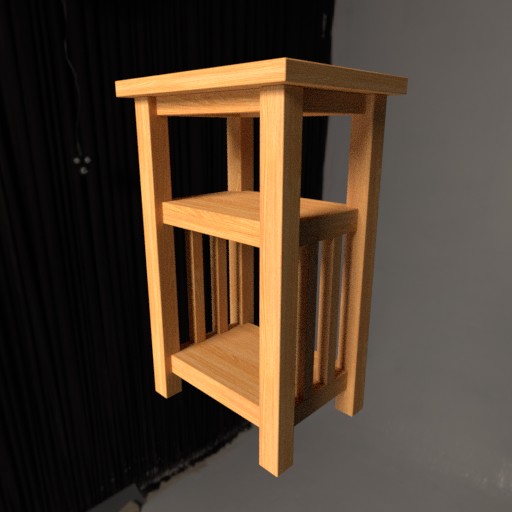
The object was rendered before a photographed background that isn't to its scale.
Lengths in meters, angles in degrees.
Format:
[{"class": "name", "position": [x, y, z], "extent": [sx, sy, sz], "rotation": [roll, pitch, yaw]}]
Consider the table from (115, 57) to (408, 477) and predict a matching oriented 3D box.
[{"class": "table", "position": [0.000, 0.000, 0.740], "extent": [0.350, 0.550, 0.270], "rotation": [15, 22, 42]}]
